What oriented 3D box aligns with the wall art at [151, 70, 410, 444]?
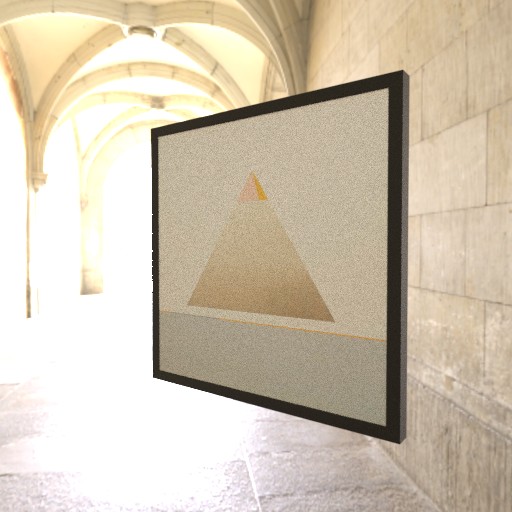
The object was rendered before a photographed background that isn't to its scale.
[{"bbox_3d":[0.000,0.000,1.150,0.769,0.766,0.042,1,2,36],"label":"wall art"}]
